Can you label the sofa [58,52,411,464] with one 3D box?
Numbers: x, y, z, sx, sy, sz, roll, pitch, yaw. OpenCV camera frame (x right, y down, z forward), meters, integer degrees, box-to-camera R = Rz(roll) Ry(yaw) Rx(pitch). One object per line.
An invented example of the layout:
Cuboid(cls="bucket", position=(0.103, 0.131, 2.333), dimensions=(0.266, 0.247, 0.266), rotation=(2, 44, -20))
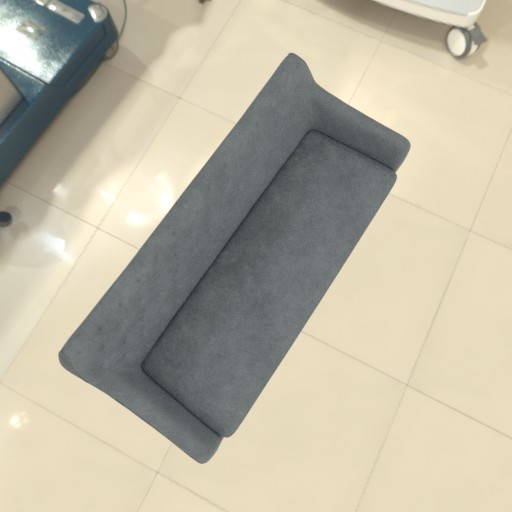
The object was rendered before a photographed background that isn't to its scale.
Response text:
Cuboid(cls="sofa", position=(0.000, 0.000, 2.402), dimensions=(0.841, 0.832, 1.975), rotation=(33, 78, 8))
